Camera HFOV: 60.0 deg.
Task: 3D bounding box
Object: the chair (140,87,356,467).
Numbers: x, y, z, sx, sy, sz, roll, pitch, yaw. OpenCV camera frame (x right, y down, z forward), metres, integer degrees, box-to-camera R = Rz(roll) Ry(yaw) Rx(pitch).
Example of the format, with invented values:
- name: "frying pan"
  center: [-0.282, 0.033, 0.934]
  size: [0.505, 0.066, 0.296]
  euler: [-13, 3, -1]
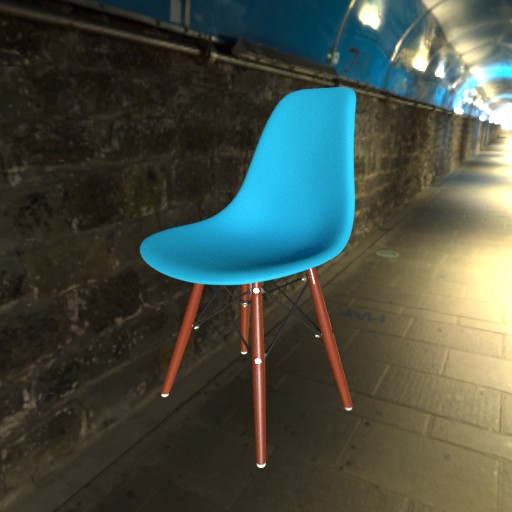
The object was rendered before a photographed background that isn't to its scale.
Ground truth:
- name: "chair"
  center: [0.000, 0.000, 1.126]
  size: [0.470, 0.826, 0.533]
  euler: [16, 23, 42]
